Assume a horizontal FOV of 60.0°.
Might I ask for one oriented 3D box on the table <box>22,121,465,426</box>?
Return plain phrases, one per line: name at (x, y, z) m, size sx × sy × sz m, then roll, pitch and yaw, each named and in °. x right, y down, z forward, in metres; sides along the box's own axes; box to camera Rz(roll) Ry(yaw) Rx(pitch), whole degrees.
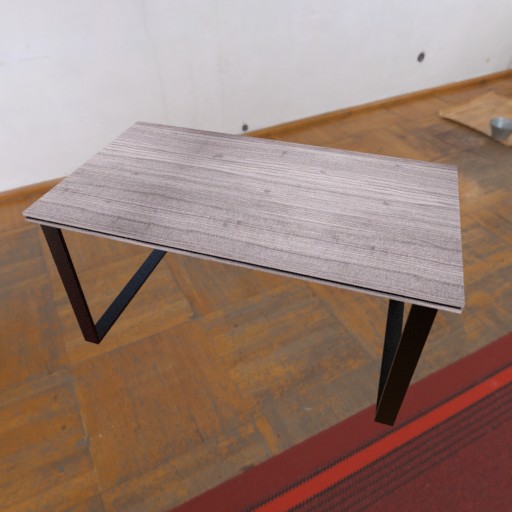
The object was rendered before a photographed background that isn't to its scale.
table at (0.000, 0.000, 2.053) m, size 1.579 × 0.736 × 0.881 m, roll 12°, pitch 42°, yaw 13°
